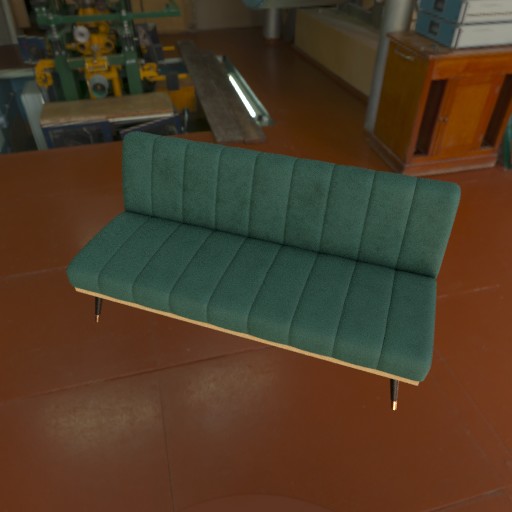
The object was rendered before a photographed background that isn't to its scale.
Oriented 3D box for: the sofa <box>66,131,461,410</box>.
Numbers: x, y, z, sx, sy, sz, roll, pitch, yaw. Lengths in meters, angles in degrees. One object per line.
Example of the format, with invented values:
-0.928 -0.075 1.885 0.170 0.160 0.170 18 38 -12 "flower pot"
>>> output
0.000 0.000 2.310 1.810 0.820 0.830 13 42 15 "sofa"
